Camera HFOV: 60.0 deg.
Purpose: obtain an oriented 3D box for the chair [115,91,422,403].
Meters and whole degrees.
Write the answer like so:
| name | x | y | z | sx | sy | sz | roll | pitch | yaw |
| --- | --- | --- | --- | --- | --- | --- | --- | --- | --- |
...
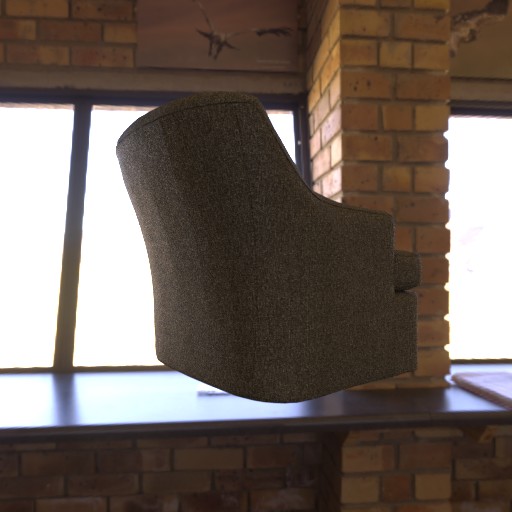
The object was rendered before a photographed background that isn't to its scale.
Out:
| name | x | y | z | sx | sy | sz | roll | pitch | yaw |
| --- | --- | --- | --- | --- | --- | --- | --- | --- | --- |
| chair | 0.000 | 0.000 | 1.601 | 0.923 | 0.856 | 0.864 | 0 | -1 | -36 |
